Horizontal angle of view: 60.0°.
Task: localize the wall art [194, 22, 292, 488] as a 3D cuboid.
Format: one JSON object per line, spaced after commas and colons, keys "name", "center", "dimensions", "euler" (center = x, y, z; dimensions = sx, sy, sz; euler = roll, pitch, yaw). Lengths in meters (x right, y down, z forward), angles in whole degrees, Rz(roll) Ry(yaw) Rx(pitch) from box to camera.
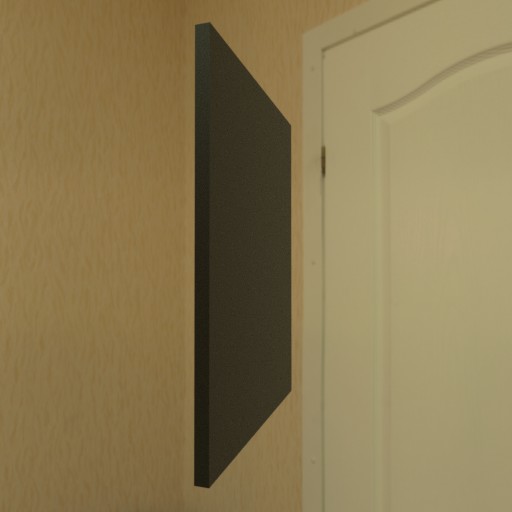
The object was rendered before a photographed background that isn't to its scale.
{"name": "wall art", "center": [0.000, 0.000, 1.398], "dimensions": [0.038, 1.062, 0.806], "euler": [0, -1, 18]}
